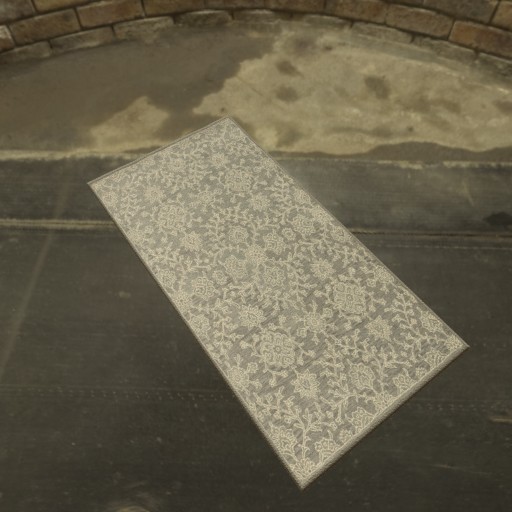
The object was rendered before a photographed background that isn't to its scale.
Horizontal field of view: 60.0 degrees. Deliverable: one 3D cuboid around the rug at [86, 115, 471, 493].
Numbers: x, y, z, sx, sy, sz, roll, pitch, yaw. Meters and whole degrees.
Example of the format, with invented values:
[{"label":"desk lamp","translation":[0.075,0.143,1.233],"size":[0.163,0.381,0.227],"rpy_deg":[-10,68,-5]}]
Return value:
[{"label":"rug","translation":[0.000,0.000,3.565],"size":[1.546,0.011,3.048],"rpy_deg":[-32,63,-19]}]
